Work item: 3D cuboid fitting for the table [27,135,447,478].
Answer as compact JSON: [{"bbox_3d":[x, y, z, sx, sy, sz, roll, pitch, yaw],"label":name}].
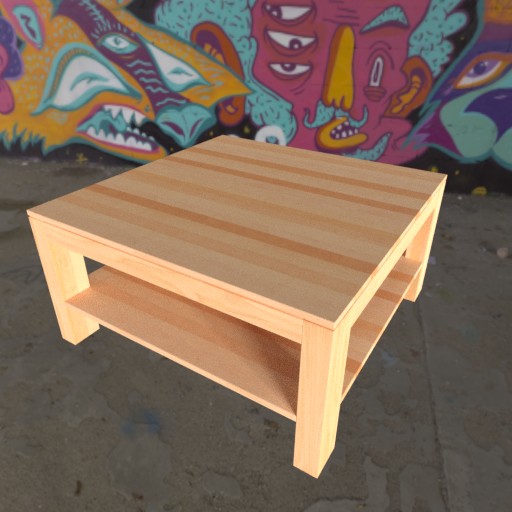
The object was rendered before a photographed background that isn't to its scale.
[{"bbox_3d":[0.000,0.000,1.432,0.900,0.450,0.900,18,35,28],"label":"table"}]
